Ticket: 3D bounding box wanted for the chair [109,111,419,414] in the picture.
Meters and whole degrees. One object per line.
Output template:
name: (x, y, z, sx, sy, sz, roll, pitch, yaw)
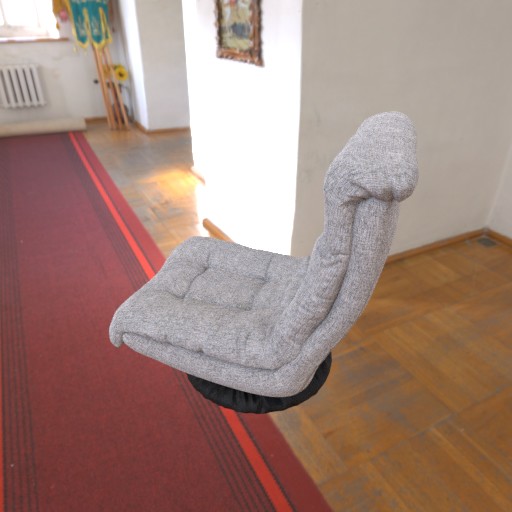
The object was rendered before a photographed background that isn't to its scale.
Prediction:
chair: (0.000, 0.000, 0.965, 0.583, 0.600, 0.400, 9, 32, 15)
